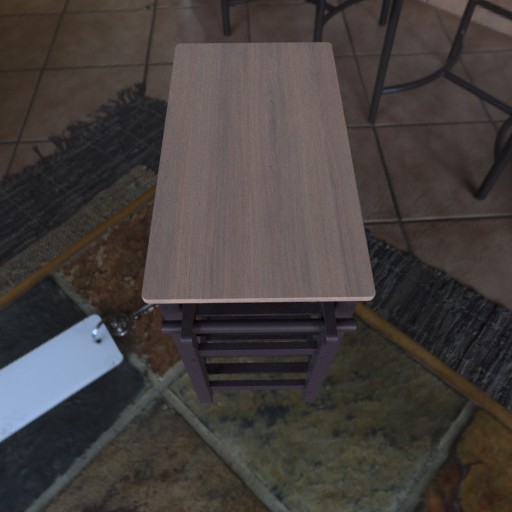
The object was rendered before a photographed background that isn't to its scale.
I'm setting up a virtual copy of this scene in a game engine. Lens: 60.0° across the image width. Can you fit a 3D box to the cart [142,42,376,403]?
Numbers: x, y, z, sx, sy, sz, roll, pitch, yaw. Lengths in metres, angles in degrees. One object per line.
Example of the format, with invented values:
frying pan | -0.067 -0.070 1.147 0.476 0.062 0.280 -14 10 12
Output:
cart | 0.000 0.000 1.457 0.457 0.927 0.899 -1 58 0
